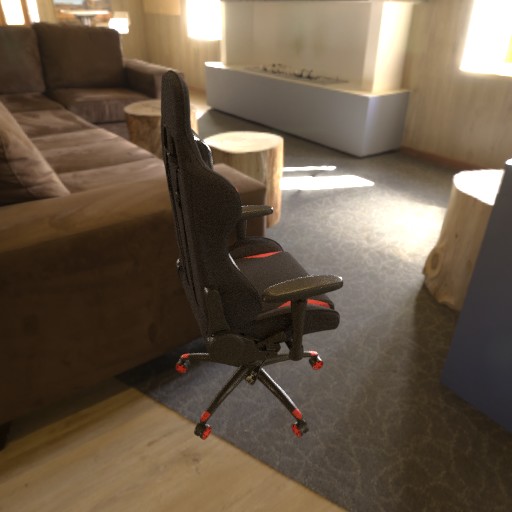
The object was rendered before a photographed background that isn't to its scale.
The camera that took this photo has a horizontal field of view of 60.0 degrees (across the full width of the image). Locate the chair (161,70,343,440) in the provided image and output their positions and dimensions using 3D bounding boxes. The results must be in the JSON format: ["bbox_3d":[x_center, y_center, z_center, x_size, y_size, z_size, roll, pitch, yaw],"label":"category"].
[{"bbox_3d":[0.000,0.000,1.685,0.658,1.326,0.695,-10,31,-17],"label":"chair"}]
